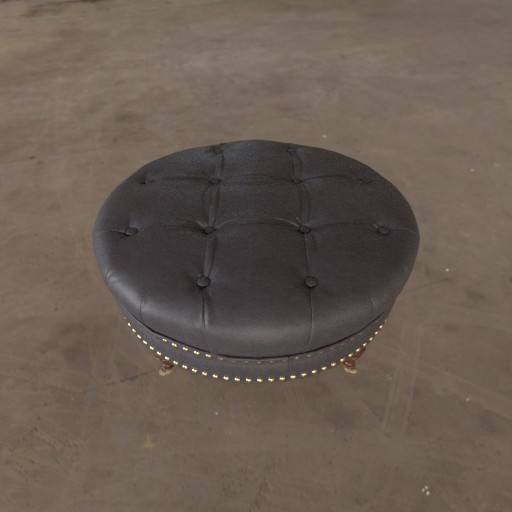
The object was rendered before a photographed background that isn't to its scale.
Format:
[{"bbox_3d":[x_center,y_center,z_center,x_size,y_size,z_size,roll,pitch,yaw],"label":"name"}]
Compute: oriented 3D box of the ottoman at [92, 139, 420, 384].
[{"bbox_3d":[0.000,0.000,1.363,0.901,0.439,0.901,0,41,0],"label":"ottoman"}]
